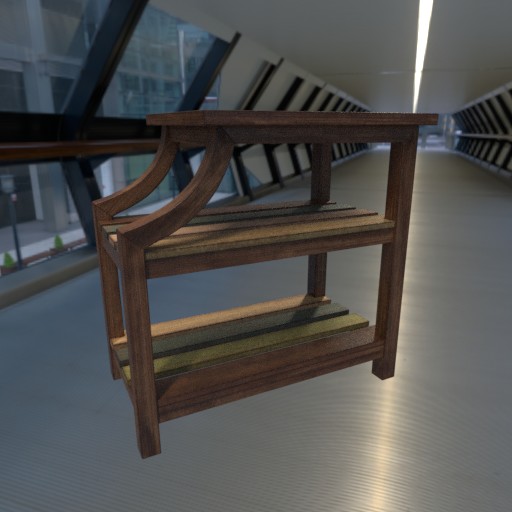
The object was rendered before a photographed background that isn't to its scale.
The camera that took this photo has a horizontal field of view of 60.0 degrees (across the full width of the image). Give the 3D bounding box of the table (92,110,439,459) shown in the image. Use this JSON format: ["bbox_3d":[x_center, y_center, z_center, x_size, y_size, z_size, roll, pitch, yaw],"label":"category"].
[{"bbox_3d":[0.000,0.000,0.955,0.609,0.584,0.356,-8,18,-26],"label":"table"}]
